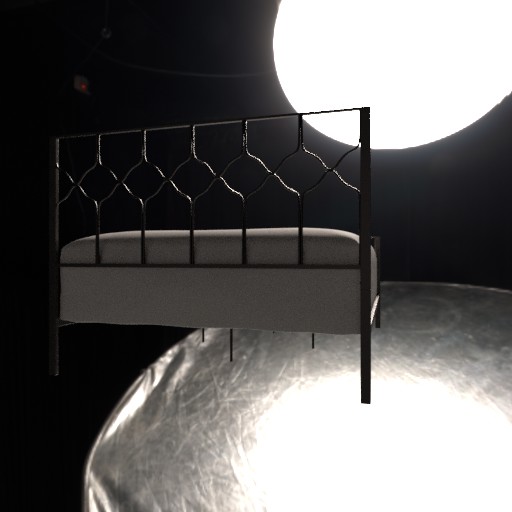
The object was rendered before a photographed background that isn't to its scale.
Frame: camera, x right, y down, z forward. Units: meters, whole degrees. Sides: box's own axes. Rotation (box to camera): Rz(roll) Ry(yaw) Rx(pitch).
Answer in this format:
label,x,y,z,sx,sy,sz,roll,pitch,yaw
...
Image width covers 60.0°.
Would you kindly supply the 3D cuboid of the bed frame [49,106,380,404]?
label,x,y,z,sx,sy,sz,roll,pitch,yaw
bed frame,0.000,0.000,3.027,1.597,1.222,2.063,0,0,17
